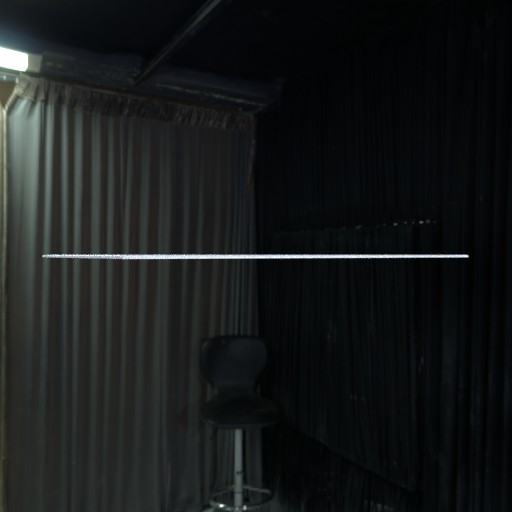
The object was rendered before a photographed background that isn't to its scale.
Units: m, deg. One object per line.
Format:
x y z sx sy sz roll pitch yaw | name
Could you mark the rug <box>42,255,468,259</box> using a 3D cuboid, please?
0.000 0.000 2.208 1.747 0.011 1.217 0 0 -35 | rug
